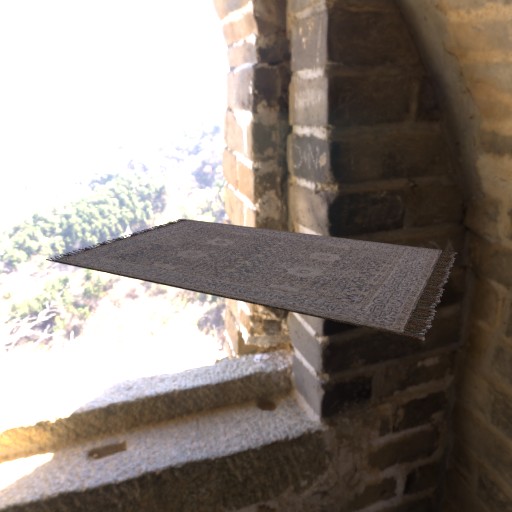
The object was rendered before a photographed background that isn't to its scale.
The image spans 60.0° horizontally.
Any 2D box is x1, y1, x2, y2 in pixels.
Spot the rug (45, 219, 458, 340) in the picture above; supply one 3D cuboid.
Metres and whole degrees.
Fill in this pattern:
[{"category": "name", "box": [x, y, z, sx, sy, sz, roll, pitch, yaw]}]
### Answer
[{"category": "rug", "box": [0.000, 0.000, 2.539, 2.029, 0.010, 1.237, 9, 19, 27]}]
